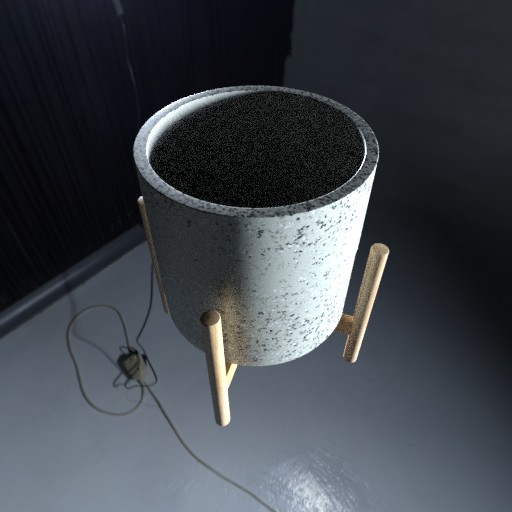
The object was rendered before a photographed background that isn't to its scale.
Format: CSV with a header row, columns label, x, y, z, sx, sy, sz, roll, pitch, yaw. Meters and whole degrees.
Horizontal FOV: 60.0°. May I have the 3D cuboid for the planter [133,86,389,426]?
label,x,y,z,sx,sy,sz,roll,pitch,yaw
planter,0.000,0.000,0.706,0.360,0.419,0.360,31,53,27
